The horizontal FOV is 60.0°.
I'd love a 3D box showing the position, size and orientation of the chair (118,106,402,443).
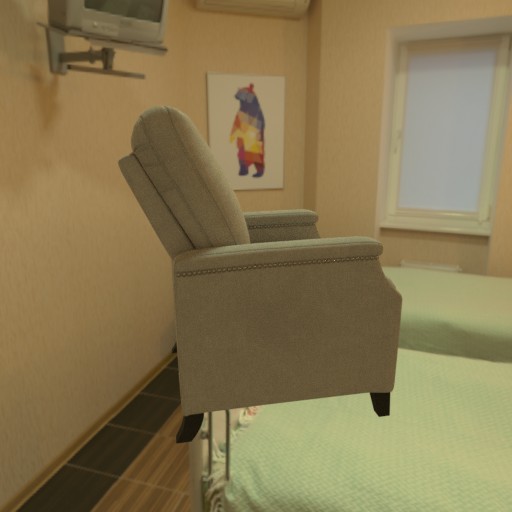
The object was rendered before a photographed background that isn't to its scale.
[{"bbox_3d":[0.000,0.000,1.693,0.922,1.049,0.710,-3,15,-11],"label":"chair"}]
